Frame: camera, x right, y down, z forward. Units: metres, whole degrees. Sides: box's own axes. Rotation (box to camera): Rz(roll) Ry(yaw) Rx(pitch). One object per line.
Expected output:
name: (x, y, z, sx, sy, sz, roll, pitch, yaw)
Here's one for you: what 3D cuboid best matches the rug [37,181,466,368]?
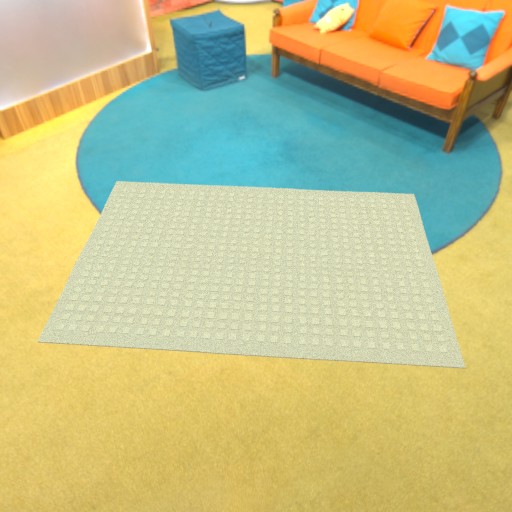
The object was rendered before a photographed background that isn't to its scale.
rug: (0.000, 0.000, 2.196, 1.747, 0.006, 1.143, 3, 45, 3)
